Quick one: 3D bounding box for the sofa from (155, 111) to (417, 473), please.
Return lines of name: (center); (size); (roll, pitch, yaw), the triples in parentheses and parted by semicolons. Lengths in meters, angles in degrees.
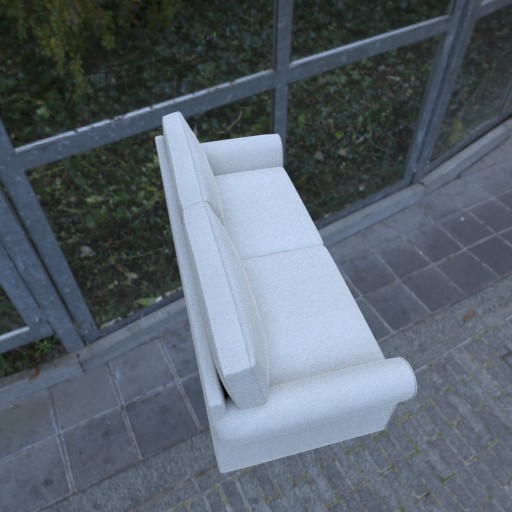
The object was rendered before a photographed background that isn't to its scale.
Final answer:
sofa: (0.000, 0.000, 2.621); (0.901, 0.962, 2.146); (-11, 47, -10)
